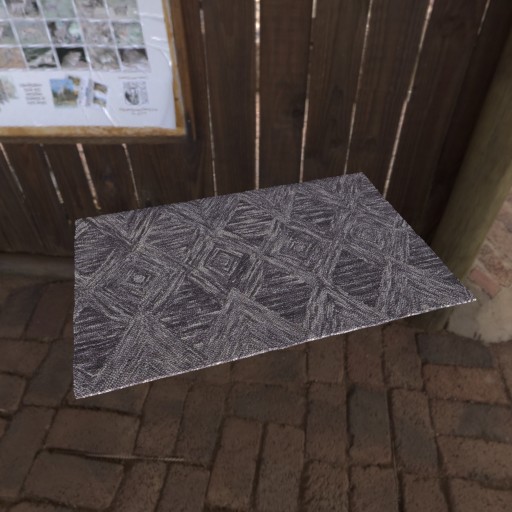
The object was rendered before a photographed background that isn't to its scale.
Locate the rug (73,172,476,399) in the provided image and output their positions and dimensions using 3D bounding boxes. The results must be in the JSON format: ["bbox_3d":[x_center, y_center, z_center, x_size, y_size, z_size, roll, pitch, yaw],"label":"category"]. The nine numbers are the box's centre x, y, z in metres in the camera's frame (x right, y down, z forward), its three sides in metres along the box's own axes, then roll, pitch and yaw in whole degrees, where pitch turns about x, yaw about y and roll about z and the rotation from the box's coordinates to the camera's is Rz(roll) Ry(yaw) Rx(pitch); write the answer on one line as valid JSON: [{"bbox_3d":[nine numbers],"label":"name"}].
[{"bbox_3d":[0.000,0.000,2.310,1.814,0.012,1.186,-11,43,-12],"label":"rug"}]
